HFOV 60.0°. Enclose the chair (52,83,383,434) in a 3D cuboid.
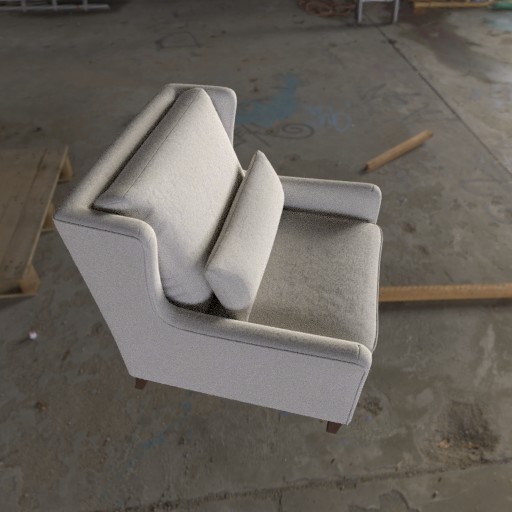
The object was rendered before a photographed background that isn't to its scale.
[{"bbox_3d":[0.000,0.000,1.863,1.040,1.056,0.982,9,46,9],"label":"chair"}]
